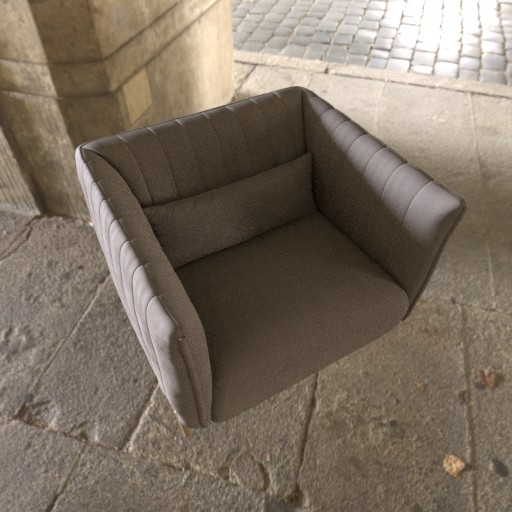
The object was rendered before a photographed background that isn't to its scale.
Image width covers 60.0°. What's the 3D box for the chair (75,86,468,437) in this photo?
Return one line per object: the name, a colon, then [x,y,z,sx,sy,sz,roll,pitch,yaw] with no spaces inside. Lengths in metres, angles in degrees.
chair: [0.000,0.000,1.618,0.981,0.779,0.873,-23,51,-20]
